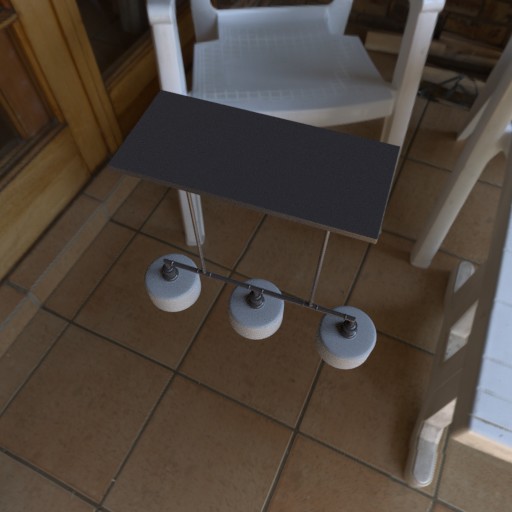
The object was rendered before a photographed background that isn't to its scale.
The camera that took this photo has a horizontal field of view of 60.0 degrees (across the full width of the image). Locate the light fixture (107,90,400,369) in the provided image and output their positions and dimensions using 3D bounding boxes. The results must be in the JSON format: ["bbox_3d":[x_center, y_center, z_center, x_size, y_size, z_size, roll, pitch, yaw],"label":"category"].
[{"bbox_3d":[0.000,0.000,0.884,0.582,0.557,0.177,17,60,10],"label":"light fixture"}]
